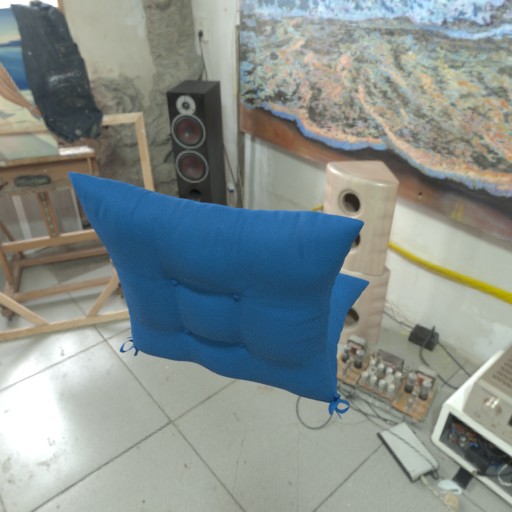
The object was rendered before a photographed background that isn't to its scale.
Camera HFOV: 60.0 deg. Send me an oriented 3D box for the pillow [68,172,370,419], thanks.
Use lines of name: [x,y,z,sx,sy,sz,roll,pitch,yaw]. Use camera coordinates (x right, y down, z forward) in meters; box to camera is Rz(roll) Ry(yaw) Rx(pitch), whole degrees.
pillow: [0.000,0.000,1.025,0.541,0.536,0.585,11,35,17]
